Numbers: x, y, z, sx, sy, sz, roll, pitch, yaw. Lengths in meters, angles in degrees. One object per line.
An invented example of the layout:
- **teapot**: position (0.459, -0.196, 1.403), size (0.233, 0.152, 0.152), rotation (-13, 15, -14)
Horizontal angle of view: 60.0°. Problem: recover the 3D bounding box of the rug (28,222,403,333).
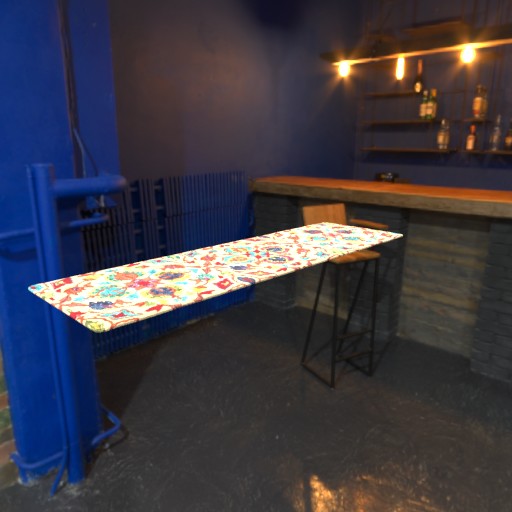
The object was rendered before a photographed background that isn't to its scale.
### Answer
- **rug**: position (0.000, 0.000, 2.561), size (0.693, 0.016, 2.273), rotation (14, 20, 43)
